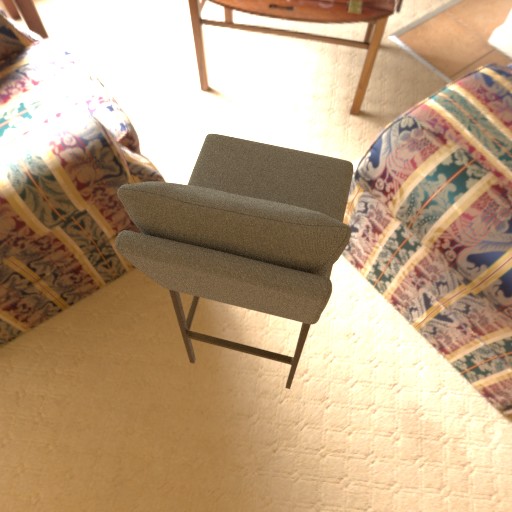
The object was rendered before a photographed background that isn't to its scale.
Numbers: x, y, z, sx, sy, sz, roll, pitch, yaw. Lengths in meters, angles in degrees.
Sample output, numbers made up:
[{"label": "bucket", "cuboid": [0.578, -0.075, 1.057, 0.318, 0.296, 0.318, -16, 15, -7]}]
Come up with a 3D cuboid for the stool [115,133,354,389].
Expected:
[{"label": "stool", "cuboid": [0.000, 0.000, 1.387, 0.463, 1.132, 0.569, 13, 65, 6]}]
